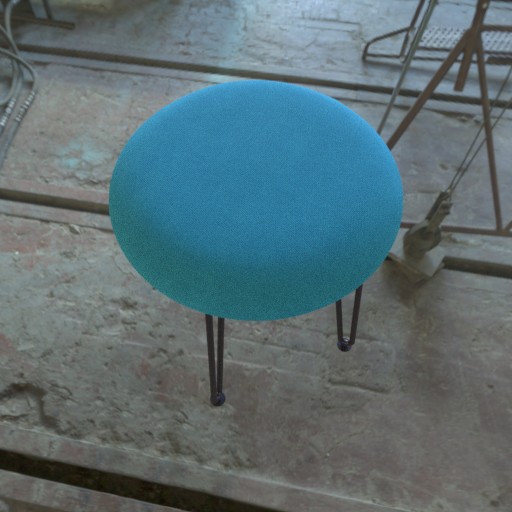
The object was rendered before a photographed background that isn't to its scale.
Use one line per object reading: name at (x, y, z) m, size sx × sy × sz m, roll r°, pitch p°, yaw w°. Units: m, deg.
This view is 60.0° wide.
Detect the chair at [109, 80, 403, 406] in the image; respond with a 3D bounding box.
chair at (0.000, 0.000, 0.683) m, size 0.350 × 0.430 × 0.350 m, roll -31°, pitch 64°, yaw -17°
